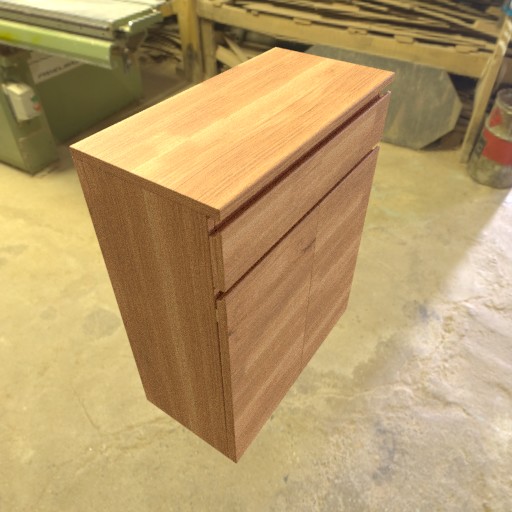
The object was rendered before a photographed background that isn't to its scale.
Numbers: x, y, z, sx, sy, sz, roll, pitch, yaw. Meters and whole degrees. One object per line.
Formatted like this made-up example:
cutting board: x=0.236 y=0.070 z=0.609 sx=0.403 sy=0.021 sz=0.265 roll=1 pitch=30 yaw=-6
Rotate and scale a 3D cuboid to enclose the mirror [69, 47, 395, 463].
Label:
mirror: x=0.000 y=0.000 z=1.419 sx=0.400 sy=1.000 sz=0.800 roll=25 pitch=47 yaw=25
